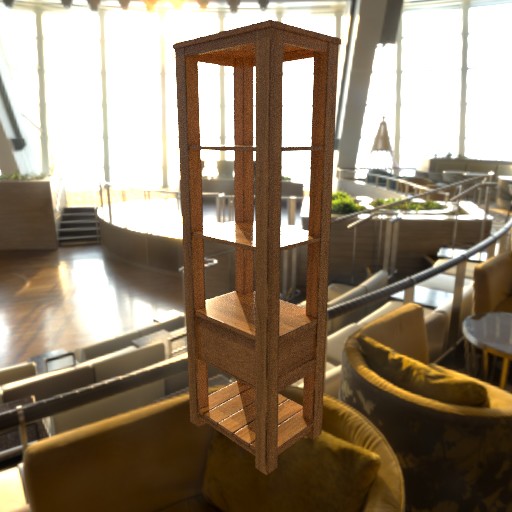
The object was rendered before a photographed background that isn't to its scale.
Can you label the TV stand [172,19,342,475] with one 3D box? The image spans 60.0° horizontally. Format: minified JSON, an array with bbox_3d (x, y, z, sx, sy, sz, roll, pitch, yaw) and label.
[{"bbox_3d":[0.000,0.000,2.055,0.565,1.828,0.435,14,20,43],"label":"TV stand"}]
